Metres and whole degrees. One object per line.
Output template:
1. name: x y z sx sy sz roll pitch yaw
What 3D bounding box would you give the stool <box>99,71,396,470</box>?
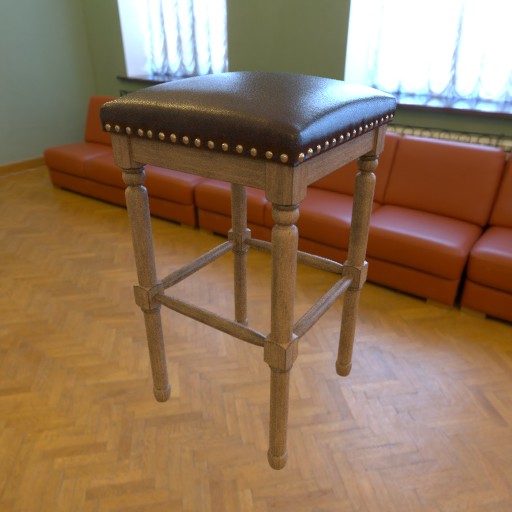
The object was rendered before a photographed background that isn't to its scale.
1. stool: 0.000 0.000 0.915 0.382 0.702 0.383 17 32 30
